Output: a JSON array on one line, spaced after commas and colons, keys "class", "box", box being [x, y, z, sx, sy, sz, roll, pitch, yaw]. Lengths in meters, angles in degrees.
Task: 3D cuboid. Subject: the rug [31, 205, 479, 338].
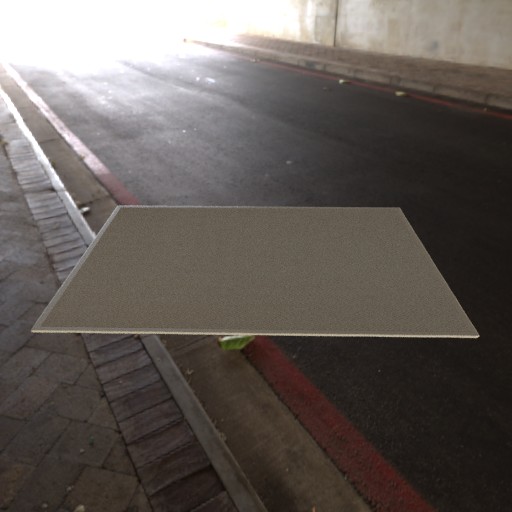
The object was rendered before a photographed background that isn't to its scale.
[{"class": "rug", "box": [0.000, 0.000, 2.863, 2.244, 0.017, 1.532, 1, 31, 1]}]
